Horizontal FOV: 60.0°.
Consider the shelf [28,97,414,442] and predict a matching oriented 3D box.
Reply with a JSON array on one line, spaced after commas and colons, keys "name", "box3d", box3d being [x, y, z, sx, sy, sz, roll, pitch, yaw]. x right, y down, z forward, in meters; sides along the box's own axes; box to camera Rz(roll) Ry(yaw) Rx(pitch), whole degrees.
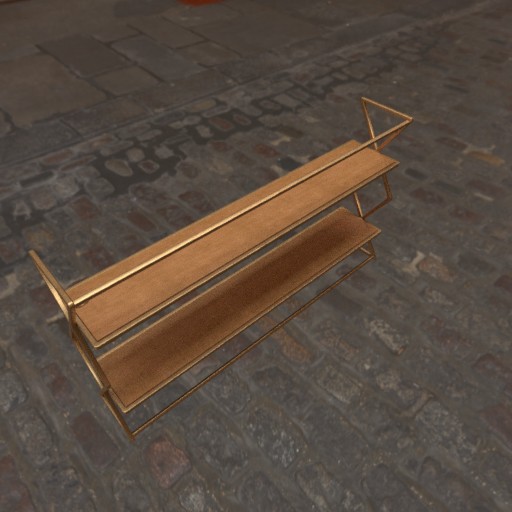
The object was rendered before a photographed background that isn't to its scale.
[{"name": "shelf", "box3d": [0.000, 0.000, 1.003, 0.822, 0.450, 0.150, -32, 53, -28]}]
